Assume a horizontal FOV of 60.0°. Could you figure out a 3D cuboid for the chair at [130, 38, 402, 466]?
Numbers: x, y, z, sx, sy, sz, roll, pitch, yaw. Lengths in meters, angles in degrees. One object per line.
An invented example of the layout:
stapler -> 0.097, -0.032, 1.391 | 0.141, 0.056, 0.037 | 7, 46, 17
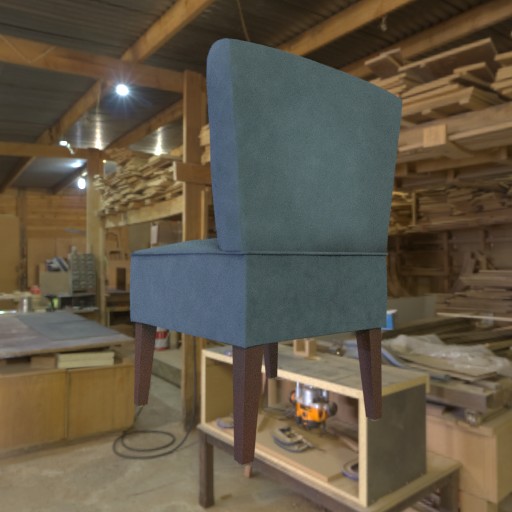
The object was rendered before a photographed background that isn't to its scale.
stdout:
chair -> 0.000, 0.000, 1.149 | 0.521, 0.806, 0.551 | 0, -1, -37
